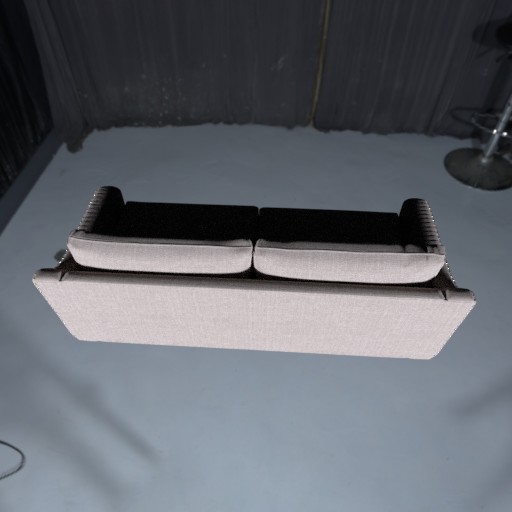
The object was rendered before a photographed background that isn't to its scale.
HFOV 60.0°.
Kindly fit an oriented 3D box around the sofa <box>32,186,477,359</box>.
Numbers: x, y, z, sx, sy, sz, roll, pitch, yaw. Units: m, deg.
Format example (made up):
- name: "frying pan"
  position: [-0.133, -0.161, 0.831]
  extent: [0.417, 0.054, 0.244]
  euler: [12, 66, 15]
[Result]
- name: "sofa"
  position: [0.000, 0.000, 2.720]
  extent: [2.208, 0.857, 1.000]
  euler: [3, 47, 2]
